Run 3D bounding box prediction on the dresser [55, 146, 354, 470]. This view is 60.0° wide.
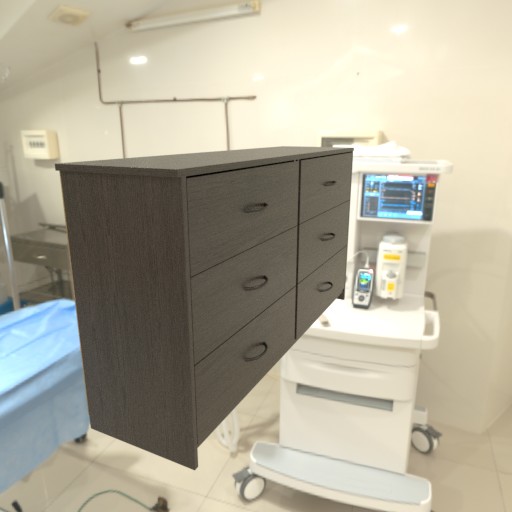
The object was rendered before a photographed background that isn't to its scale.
[{"bbox_3d":[0.000,0.000,1.666,0.401,0.755,1.360,8,18,26],"label":"dresser"}]
